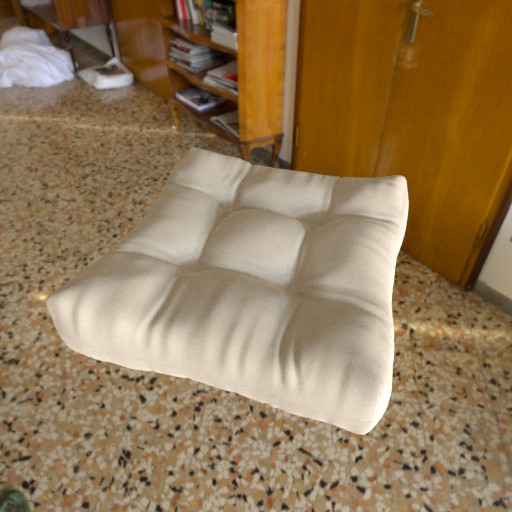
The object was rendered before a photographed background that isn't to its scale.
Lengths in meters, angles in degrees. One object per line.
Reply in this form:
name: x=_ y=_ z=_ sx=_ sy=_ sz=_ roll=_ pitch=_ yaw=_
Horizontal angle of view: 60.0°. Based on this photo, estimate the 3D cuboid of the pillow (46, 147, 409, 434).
pillow: x=0.000 y=0.000 z=0.737 sx=0.468 sy=0.128 sz=0.490 roll=11 pitch=42 yaw=13
